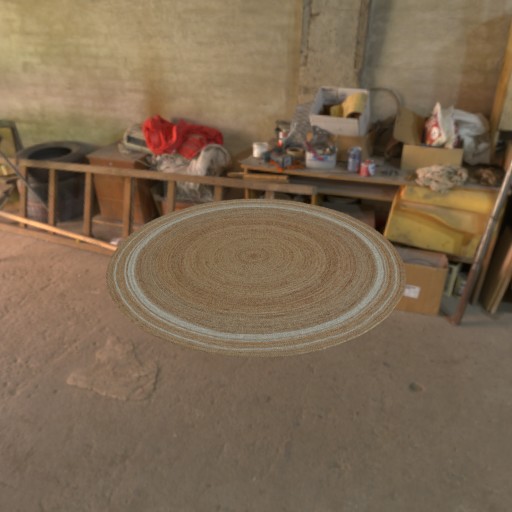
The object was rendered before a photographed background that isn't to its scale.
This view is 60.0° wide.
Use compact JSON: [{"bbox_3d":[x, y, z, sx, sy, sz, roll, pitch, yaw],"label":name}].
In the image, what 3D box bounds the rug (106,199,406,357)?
[{"bbox_3d":[0.000,0.000,3.765,2.444,0.015,2.444,0,30,0],"label":"rug"}]
